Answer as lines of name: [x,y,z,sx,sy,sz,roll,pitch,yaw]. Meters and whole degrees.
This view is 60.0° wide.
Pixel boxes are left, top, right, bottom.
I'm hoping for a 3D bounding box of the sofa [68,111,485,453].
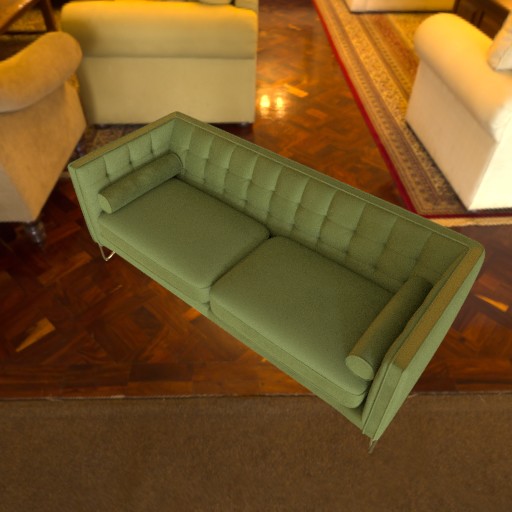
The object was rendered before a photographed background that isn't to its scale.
sofa: [0.000,0.000,2.504,2.087,0.789,0.867,30,52,27]
